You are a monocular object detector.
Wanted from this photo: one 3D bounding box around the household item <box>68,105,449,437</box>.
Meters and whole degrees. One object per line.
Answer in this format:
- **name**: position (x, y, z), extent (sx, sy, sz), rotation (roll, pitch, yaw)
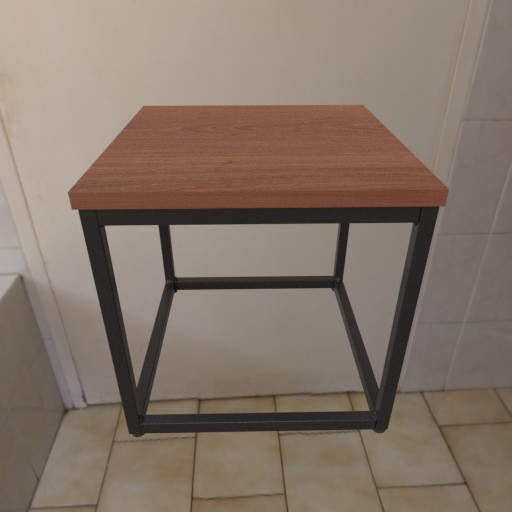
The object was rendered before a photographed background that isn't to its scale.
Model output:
- **household item**: position (0.000, 0.000, 0.739), extent (0.400, 0.400, 0.400), rotation (-1, 31, -1)
